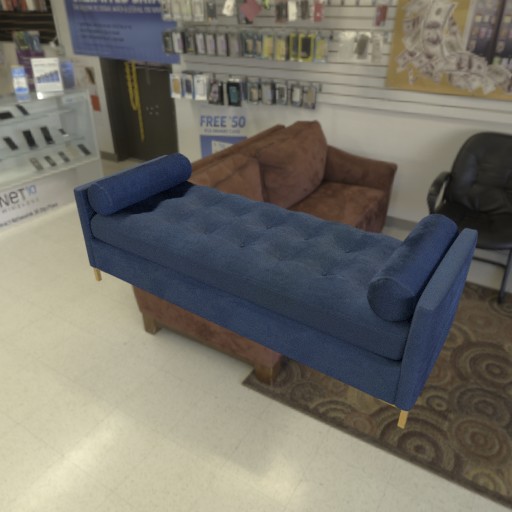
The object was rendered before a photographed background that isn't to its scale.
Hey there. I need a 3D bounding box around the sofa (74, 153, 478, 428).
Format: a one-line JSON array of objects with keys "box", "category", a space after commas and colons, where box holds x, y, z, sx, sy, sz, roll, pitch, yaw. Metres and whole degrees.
[{"box": [0.000, 0.000, 2.508, 2.102, 0.705, 0.796, 19, 36, 29], "category": "sofa"}]
